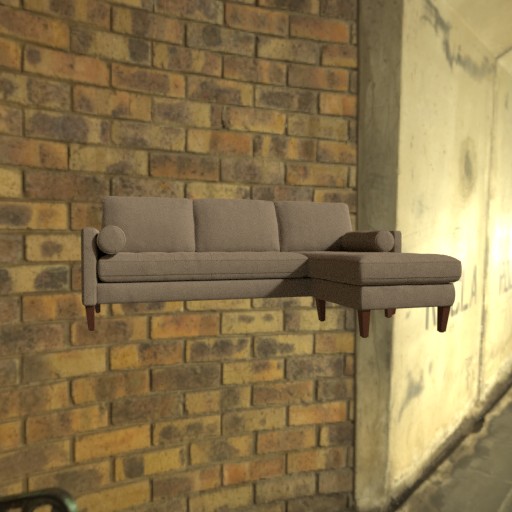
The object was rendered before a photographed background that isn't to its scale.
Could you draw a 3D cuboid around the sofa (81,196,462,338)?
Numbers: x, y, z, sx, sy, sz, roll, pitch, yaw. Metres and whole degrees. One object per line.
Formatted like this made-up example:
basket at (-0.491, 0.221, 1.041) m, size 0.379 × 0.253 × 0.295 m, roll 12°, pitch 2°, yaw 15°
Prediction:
sofa at (0.000, 0.000, 2.960) m, size 2.178 × 0.875 × 1.506 m, roll 0°, pitch 2°, yaw -17°
